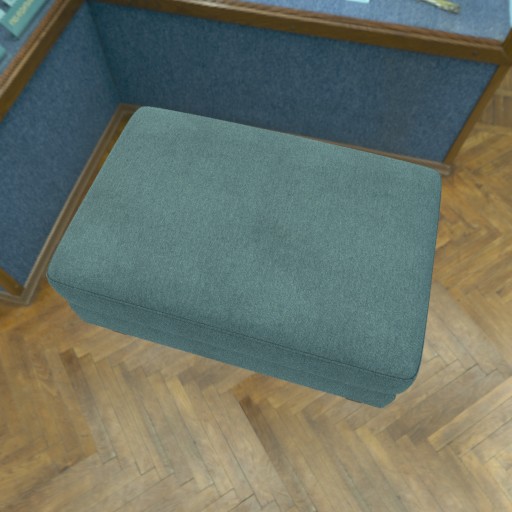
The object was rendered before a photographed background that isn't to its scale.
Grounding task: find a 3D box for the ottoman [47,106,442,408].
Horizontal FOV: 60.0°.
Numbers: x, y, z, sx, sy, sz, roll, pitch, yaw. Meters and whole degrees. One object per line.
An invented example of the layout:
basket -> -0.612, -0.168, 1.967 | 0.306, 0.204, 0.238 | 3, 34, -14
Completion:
ottoman -> 0.000, 0.000, 1.218 | 0.864, 0.483, 0.584 | 14, 63, 7
